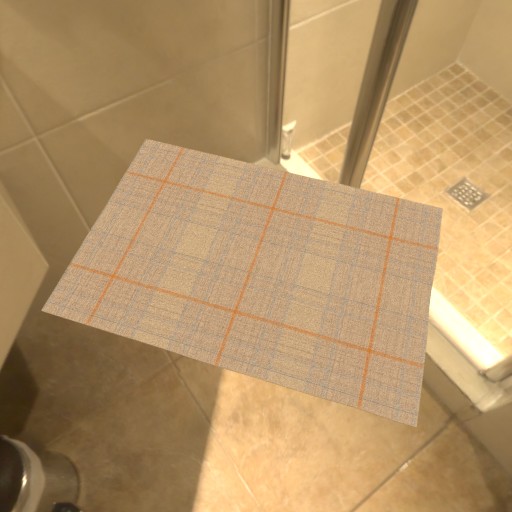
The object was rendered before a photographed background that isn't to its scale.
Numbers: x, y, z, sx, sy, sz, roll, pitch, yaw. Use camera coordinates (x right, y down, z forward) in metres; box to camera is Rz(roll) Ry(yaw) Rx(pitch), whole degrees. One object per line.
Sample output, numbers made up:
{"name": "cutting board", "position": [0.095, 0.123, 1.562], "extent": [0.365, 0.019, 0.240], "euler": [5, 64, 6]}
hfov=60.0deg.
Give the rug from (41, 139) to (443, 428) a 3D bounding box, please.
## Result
{"name": "rug", "position": [0.000, 0.000, 2.335], "extent": [1.825, 0.015, 1.232], "euler": [15, 60, 9]}
